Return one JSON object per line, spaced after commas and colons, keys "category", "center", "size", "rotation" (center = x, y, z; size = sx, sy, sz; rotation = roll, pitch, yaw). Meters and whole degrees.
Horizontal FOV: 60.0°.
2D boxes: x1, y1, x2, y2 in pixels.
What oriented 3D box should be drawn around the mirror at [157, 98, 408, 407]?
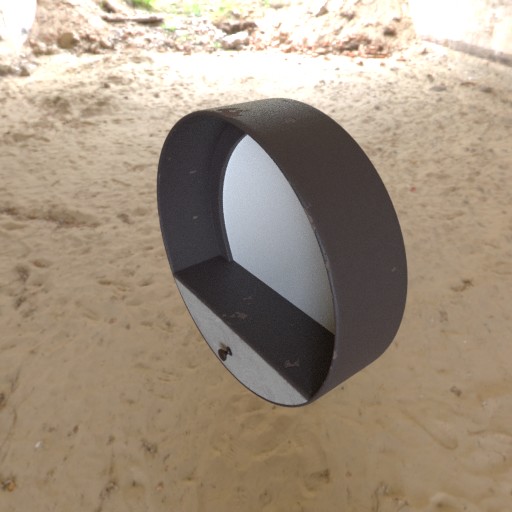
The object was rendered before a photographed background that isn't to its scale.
{"category": "mirror", "center": [0.000, 0.000, 0.590], "size": [0.126, 0.386, 0.386], "rotation": [-22, 38, -31]}
